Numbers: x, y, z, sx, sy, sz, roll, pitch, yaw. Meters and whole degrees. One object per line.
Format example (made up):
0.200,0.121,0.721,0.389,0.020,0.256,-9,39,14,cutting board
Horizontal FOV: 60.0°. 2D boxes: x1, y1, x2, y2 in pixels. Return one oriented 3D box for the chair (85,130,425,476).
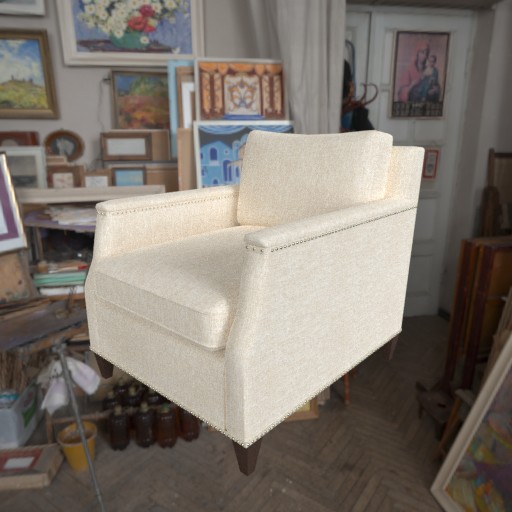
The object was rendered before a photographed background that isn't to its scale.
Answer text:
0.000,0.000,1.720,0.838,0.940,1.041,14,21,40,chair
